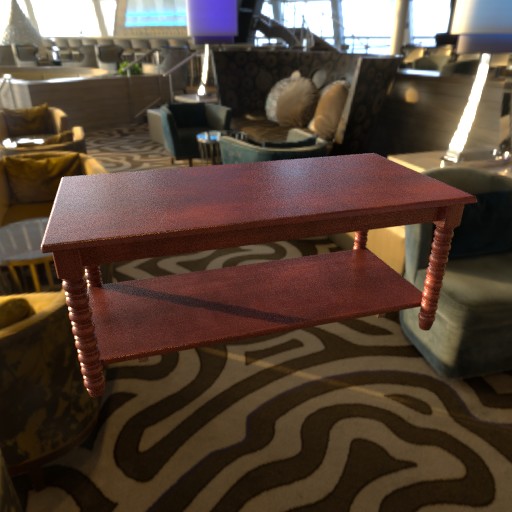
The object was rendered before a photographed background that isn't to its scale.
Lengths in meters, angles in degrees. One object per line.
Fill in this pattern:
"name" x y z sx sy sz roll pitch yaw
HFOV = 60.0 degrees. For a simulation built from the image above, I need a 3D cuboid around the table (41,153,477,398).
"table" 0.000 0.000 1.480 1.171 0.485 0.580 -8 27 -15
